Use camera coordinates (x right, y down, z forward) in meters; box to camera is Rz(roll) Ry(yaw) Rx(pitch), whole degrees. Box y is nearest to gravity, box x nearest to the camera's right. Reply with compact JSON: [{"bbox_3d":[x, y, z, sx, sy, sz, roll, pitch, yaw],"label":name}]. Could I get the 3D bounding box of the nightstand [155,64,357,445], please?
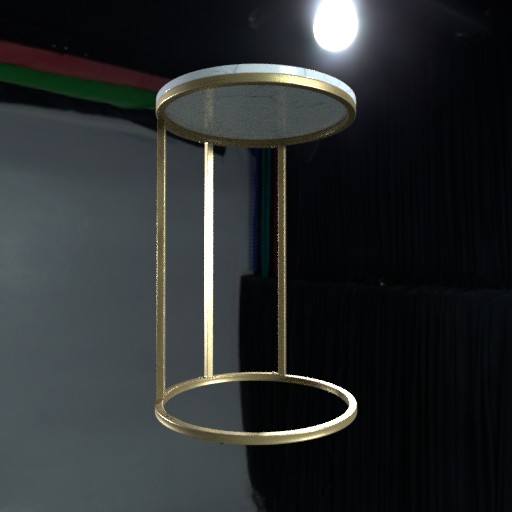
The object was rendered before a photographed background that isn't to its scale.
[{"bbox_3d":[0.000,0.000,0.905,0.400,0.610,0.400,1,-1,-36],"label":"nightstand"}]
